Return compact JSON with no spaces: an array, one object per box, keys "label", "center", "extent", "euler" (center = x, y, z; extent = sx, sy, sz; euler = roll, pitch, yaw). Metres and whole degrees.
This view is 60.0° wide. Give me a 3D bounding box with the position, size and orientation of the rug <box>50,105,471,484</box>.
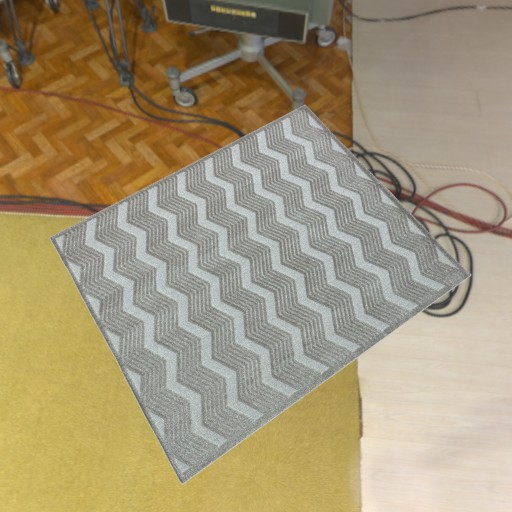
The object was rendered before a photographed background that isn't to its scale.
[{"label":"rug","center":[0.000,0.000,3.909],"extent":[2.880,0.005,2.391],"euler":[-31,68,-14]}]
